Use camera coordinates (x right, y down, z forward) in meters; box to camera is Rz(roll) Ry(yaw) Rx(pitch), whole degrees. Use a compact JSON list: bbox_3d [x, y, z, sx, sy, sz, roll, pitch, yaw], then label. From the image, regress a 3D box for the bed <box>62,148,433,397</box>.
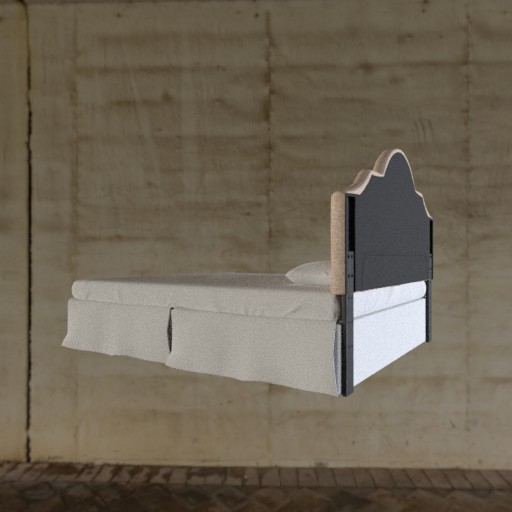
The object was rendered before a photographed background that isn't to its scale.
[{"bbox_3d":[0.000,0.000,3.027,1.970,1.194,1.667,0,0,34],"label":"bed"}]
